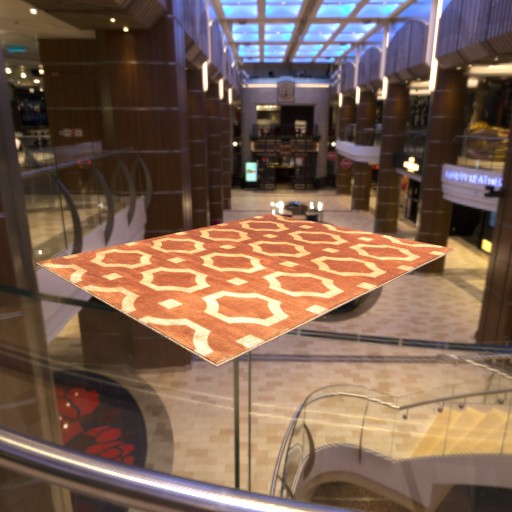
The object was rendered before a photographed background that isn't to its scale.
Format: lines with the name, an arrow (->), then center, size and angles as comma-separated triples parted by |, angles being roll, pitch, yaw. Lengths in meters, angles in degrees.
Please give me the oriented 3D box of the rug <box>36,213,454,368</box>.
rug -> 0.000, 0.000, 4.136 | 2.466, 0.021, 3.049 | 16, 23, 42
